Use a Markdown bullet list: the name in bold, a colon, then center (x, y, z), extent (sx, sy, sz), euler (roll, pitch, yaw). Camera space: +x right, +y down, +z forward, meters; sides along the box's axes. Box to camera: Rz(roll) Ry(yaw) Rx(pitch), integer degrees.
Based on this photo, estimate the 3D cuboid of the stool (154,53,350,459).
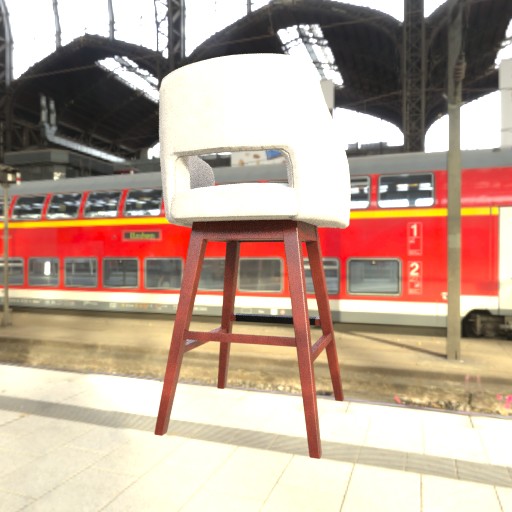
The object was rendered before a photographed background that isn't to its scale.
- **stool**: center (0.000, 0.000, 1.372), extent (0.548, 1.012, 0.558), euler (0, 0, 18)
